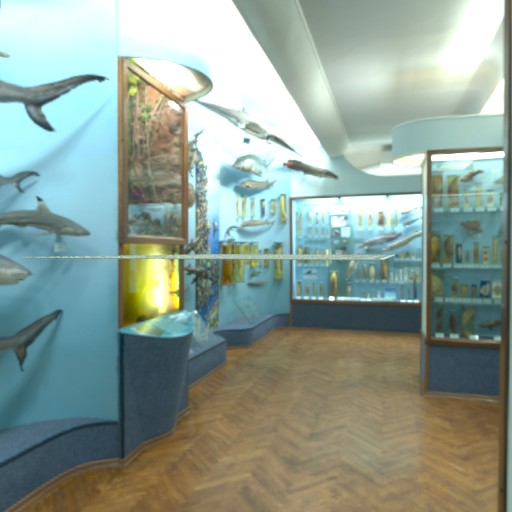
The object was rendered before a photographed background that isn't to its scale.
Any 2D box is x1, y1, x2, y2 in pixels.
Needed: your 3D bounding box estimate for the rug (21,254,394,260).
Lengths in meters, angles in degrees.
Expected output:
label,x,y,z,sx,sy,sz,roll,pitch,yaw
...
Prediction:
label,x,y,z,sx,sy,sz,roll,pitch,yaw
rug,0.000,0.000,4.135,2.421,0.008,3.045,0,1,19
